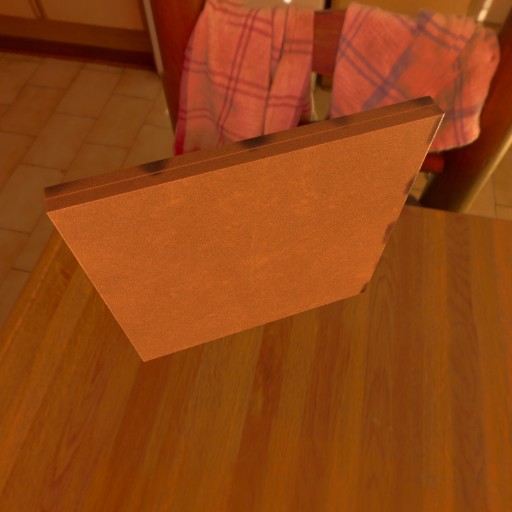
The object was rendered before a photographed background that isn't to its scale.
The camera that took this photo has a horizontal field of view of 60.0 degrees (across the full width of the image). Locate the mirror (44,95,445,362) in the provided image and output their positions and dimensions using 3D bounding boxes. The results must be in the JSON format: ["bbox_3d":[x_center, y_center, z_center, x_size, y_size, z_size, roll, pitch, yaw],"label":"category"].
[{"bbox_3d":[0.000,0.000,0.762,0.509,0.507,0.042,-16,59,-10],"label":"mirror"}]
